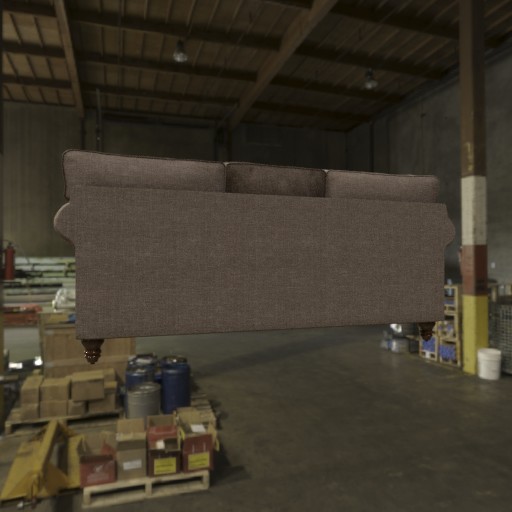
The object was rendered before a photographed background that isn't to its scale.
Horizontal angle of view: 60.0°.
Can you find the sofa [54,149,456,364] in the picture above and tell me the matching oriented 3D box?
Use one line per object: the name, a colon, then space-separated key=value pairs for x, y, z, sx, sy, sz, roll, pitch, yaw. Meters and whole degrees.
sofa: x=0.000 y=0.000 z=2.582 sx=2.084 sy=0.961 sz=0.916 roll=0 pitch=-1 yaw=-18
